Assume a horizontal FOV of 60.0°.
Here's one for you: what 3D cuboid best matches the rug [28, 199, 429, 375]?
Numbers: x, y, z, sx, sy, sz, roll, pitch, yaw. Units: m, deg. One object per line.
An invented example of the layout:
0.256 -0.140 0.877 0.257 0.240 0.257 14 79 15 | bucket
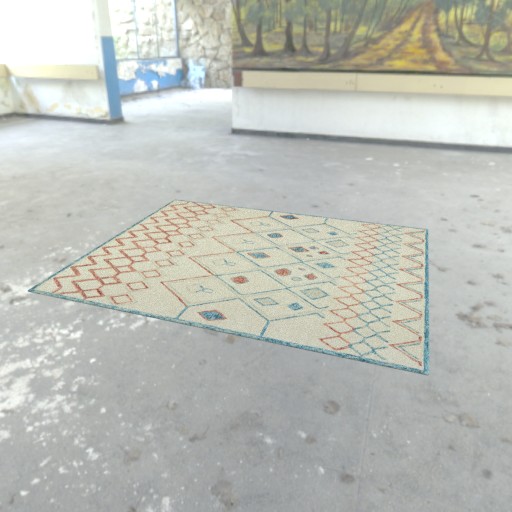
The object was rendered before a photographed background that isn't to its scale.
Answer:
0.000 0.000 4.148 3.050 0.016 2.441 9 27 17 | rug
